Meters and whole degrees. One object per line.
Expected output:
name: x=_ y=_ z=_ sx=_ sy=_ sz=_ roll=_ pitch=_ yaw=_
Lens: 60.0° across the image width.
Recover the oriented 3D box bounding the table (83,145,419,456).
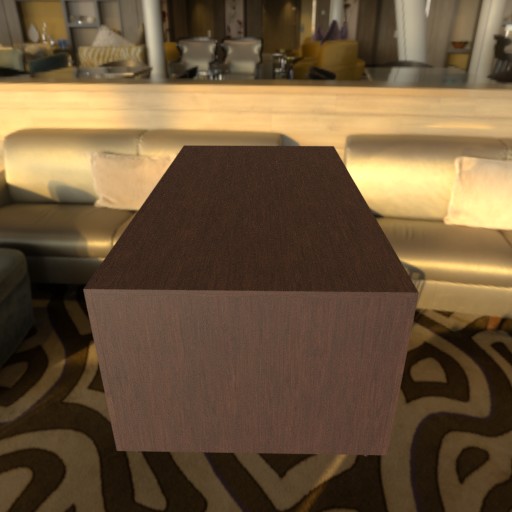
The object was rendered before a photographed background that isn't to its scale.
table: x=0.000 y=0.000 z=1.374 sx=0.597 sy=0.424 sz=1.099 roll=1 pitch=27 yaw=1
